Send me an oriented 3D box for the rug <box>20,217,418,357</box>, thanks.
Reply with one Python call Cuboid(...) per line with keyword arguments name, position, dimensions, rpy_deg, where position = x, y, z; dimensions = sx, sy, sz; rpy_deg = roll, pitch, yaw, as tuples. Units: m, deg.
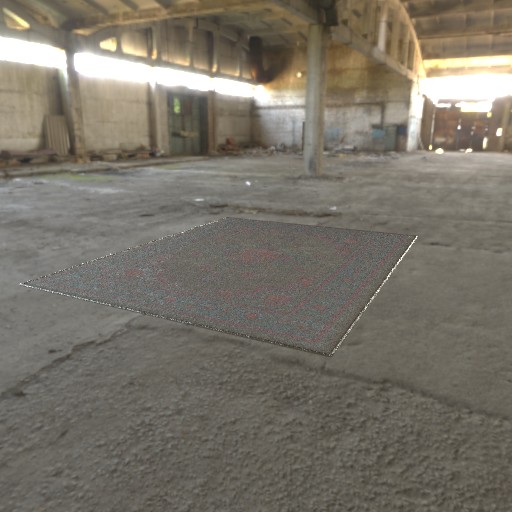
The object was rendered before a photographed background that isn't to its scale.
Cuboid(name="rug", position=(0.000, 0.000, 4.099), dimensions=(2.434, 0.013, 3.057), rpy_deg=(8, 17, 26))
